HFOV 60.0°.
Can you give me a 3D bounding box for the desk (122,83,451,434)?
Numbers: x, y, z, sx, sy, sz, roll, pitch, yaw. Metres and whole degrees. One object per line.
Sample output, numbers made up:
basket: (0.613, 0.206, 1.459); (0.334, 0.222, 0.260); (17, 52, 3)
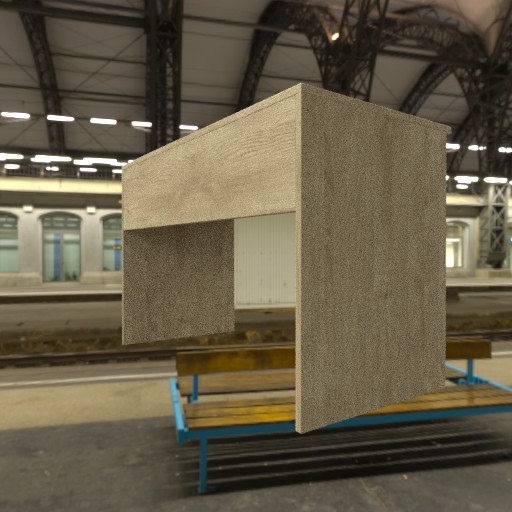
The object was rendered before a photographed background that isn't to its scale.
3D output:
desk: (0.000, 0.000, 1.530); (0.560, 0.730, 1.100); (0, 1, -36)
